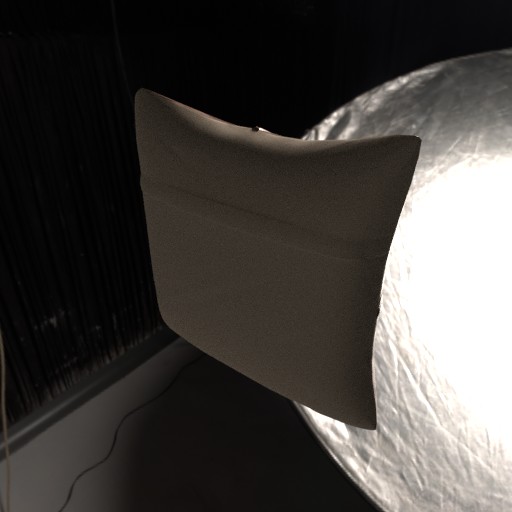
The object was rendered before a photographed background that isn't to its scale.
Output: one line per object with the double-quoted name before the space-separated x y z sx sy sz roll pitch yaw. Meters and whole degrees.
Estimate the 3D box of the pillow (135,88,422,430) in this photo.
"pillow" 0.000 0.000 0.713 0.484 0.470 0.192 21 36 32
